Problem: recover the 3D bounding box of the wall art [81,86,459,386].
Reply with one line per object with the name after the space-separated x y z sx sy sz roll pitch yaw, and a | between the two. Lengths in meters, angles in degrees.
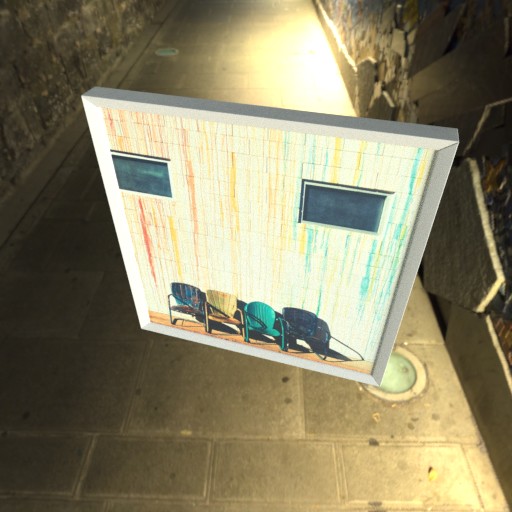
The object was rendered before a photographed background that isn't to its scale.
0.000 0.000 0.753 0.508 0.508 0.037 11 42 12 | wall art
